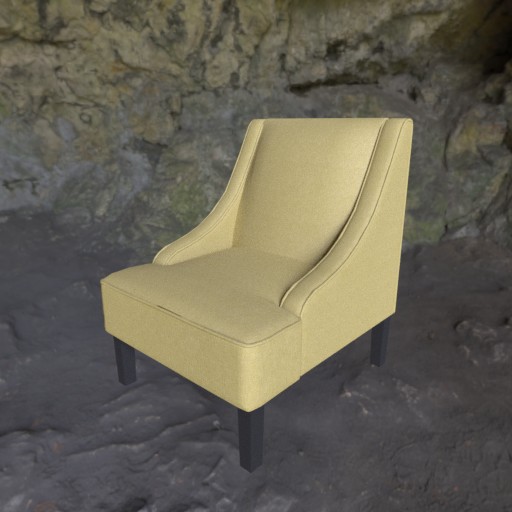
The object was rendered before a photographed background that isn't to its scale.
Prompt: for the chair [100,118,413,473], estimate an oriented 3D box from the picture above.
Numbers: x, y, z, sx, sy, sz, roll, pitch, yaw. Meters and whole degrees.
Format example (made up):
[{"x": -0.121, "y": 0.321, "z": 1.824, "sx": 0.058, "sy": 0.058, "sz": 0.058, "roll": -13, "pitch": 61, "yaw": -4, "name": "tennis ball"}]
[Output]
[{"x": 0.000, "y": 0.000, "z": 1.504, "sx": 0.696, "sy": 0.896, "sz": 0.814, "roll": 15, "pitch": 22, "yaw": 40, "name": "chair"}]
